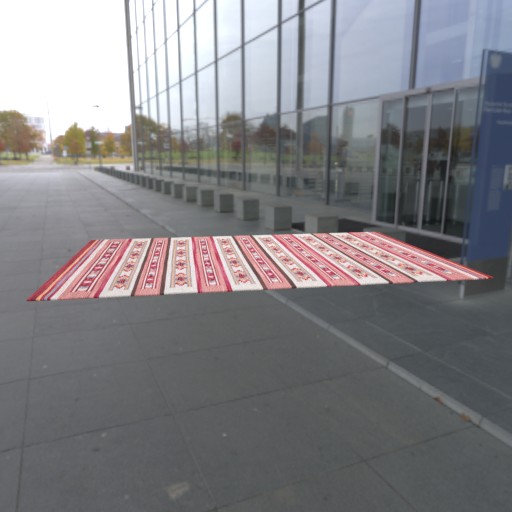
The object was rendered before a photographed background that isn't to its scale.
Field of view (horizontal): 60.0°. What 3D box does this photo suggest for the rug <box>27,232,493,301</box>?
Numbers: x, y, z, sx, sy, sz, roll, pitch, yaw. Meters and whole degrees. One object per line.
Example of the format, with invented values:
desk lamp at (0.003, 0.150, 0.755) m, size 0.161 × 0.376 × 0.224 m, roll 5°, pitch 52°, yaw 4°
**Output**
rug at (0.000, 0.000, 3.004) m, size 2.431 × 0.010 × 1.535 m, roll -2°, pitch 13°, yaw -9°
